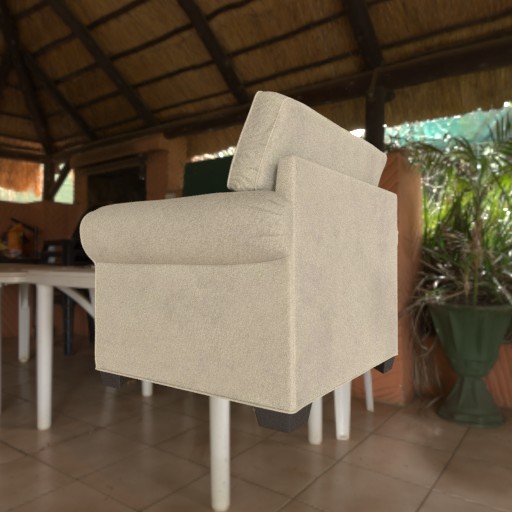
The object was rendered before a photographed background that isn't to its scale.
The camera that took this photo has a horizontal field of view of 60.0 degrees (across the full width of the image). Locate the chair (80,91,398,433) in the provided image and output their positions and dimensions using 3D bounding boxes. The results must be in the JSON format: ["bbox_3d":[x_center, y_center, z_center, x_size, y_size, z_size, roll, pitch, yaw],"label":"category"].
[{"bbox_3d":[0.000,0.000,1.926,0.939,1.044,1.147,0,0,35],"label":"chair"}]
